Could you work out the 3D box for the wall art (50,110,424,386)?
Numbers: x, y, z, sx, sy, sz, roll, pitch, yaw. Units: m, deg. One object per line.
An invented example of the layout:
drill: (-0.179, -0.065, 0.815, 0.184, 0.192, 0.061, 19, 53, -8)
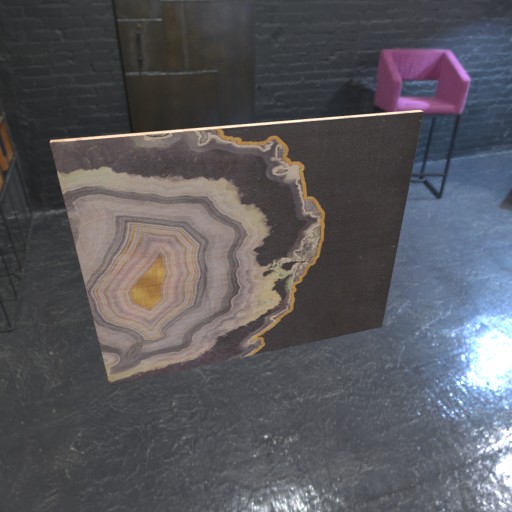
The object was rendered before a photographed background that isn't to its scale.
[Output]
wall art: (0.000, 0.000, 0.692, 0.508, 0.408, 0.010, -9, 33, -14)
